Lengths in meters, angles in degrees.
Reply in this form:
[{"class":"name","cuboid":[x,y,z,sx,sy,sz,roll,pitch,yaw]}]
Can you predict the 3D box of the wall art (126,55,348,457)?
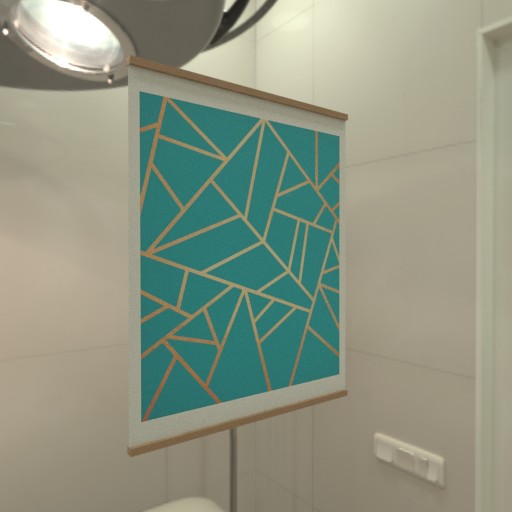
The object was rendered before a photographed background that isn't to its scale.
[{"class":"wall art","cuboid":[0.000,0.000,0.686,0.405,0.508,0.012,0,1,-37]}]
